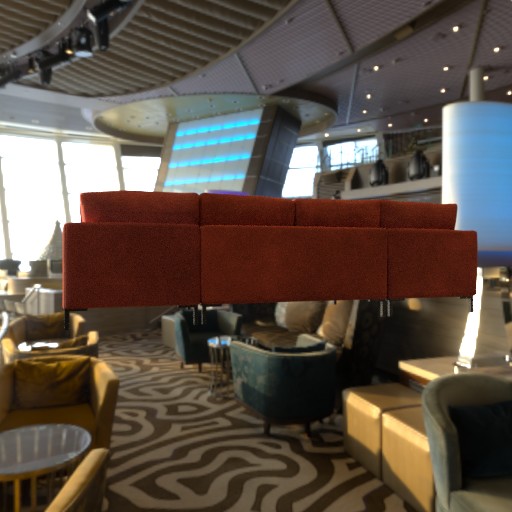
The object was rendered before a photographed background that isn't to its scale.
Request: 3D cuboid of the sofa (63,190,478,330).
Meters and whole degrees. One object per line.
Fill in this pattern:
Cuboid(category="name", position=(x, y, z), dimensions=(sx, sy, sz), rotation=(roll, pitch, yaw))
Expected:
Cuboid(category="sofa", position=(0.000, 0.000, 3.898), dimensions=(2.971, 0.858, 1.981), rotation=(0, 0, -16))
